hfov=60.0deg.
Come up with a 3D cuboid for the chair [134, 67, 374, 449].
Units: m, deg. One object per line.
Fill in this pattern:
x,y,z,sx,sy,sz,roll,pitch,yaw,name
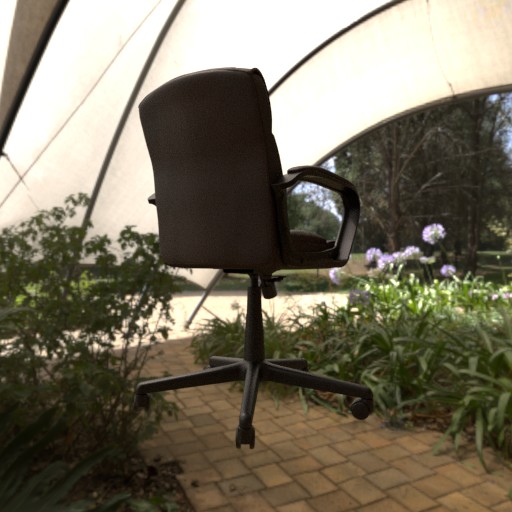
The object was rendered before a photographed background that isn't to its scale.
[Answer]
0.000,0.000,1.492,0.739,1.004,0.717,0,-1,36,chair
